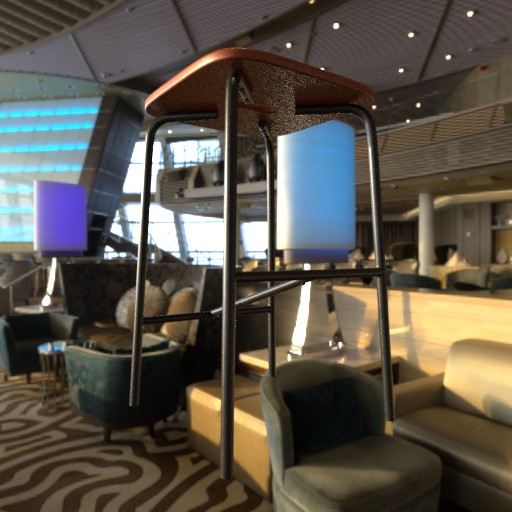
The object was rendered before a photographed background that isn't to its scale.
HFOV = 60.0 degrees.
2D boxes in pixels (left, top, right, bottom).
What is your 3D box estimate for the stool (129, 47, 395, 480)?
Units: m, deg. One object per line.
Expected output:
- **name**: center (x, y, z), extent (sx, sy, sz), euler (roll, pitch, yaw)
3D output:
- **stool**: center (0.000, 0.000, 0.864), extent (0.376, 0.610, 0.376), euler (0, 1, -36)
